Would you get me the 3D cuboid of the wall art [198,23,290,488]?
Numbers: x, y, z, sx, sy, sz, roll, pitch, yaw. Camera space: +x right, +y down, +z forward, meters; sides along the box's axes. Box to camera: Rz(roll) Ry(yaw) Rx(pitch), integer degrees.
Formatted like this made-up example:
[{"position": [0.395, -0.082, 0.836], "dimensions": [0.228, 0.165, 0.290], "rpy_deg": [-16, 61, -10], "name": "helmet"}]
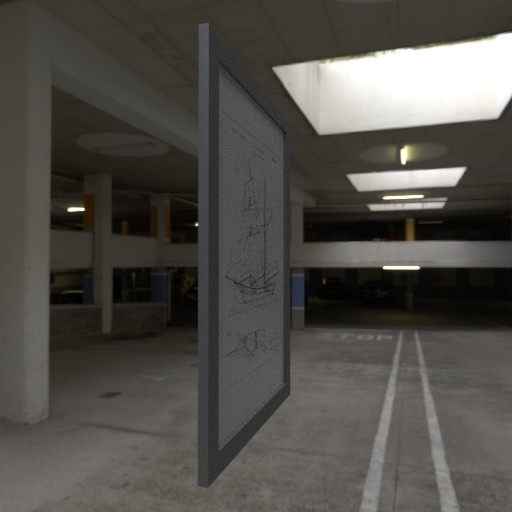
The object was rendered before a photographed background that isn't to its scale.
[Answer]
[{"position": [0.000, 0.000, 0.690], "dimensions": [0.013, 0.534, 0.380], "rpy_deg": [0, -1, 19], "name": "wall art"}]
